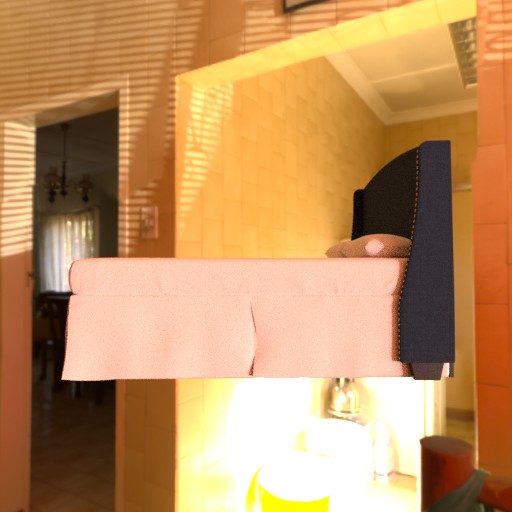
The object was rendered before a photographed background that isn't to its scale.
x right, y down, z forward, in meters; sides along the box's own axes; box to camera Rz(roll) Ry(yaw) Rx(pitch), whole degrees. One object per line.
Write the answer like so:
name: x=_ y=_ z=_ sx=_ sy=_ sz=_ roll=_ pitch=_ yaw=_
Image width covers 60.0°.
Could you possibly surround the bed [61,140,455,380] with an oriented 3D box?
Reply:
bed: x=0.000 y=0.000 z=3.223 sx=2.223 sy=1.402 sz=1.604 roll=0 pitch=-1 yaw=-1
